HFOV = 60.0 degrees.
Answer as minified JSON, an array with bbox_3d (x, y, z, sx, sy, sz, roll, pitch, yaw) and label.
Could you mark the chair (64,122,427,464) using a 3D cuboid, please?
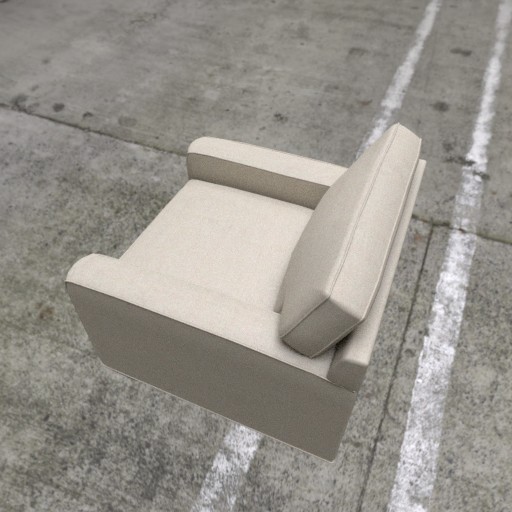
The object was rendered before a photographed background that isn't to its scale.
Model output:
[{"bbox_3d":[0.000,0.000,1.774,1.043,0.913,0.998,17,49,16],"label":"chair"}]
